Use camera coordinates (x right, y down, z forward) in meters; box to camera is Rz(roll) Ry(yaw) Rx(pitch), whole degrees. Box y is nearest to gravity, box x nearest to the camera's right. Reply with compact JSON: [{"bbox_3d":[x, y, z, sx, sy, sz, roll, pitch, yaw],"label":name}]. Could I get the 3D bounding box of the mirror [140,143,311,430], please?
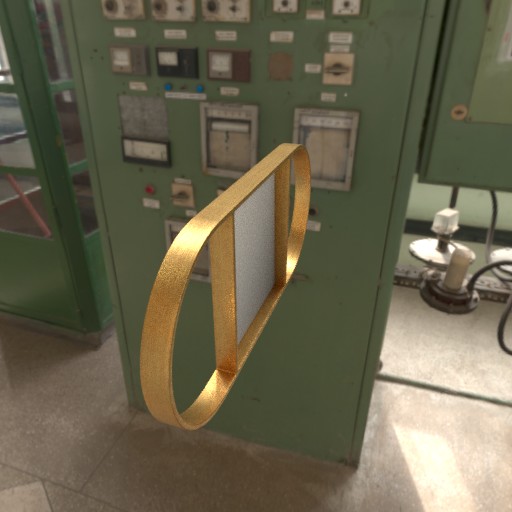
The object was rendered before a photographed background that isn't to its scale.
[{"bbox_3d":[0.000,0.000,0.670,0.032,0.254,0.584,10,30,17],"label":"mirror"}]
